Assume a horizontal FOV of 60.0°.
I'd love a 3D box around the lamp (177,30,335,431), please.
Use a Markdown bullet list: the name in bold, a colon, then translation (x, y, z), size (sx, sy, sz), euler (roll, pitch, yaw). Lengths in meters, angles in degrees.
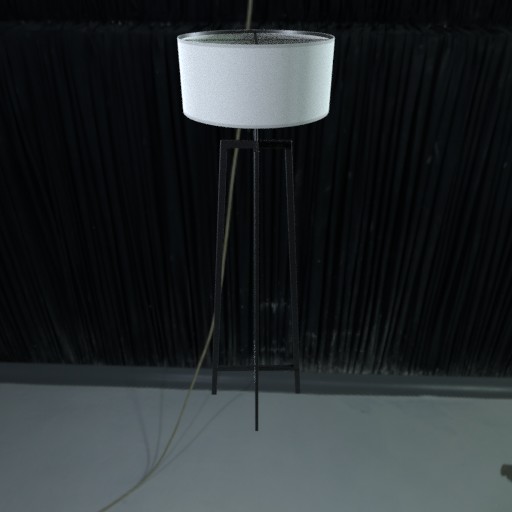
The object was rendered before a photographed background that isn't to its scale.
- **lamp**: translation (0.000, 0.000, 1.694), size (0.456, 1.510, 0.457), euler (0, 31, -1)
